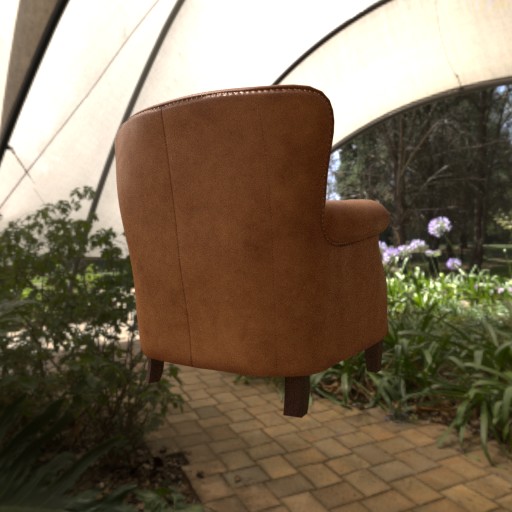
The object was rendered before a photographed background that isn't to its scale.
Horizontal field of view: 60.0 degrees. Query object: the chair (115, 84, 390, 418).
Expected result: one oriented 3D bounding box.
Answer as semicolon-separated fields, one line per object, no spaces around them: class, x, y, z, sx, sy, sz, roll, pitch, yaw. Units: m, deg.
chair;0.000;0.000;1.646;0.861;0.936;0.921;0;0;36
